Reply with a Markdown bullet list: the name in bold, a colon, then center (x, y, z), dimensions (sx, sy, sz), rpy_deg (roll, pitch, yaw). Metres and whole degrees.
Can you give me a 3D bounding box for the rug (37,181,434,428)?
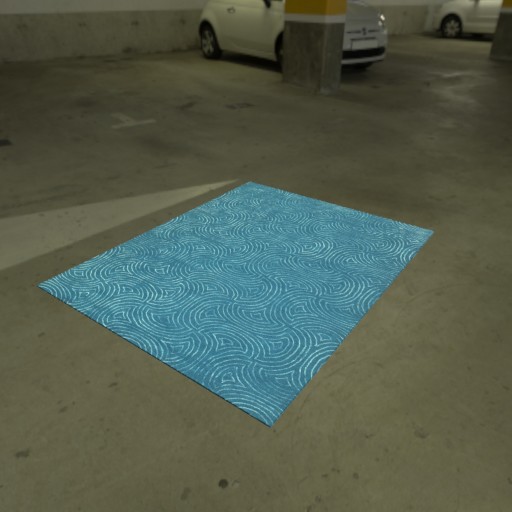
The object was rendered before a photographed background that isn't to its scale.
- **rug**: center (0.000, 0.000, 4.227), dimensions (2.432, 0.012, 3.033), rpy_deg (20, 36, 31)
